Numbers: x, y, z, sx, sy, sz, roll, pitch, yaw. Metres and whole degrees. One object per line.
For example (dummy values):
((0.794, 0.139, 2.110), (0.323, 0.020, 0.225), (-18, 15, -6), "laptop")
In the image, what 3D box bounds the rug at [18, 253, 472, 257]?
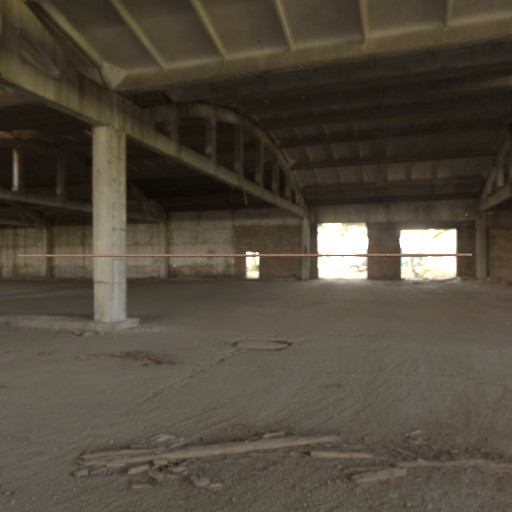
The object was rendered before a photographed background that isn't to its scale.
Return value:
((0.000, 0.000, 2.269), (1.829, 0.008, 1.219), (0, 0, 17), "rug")
